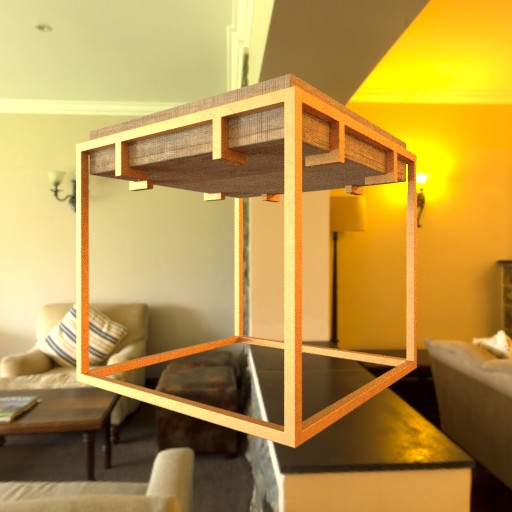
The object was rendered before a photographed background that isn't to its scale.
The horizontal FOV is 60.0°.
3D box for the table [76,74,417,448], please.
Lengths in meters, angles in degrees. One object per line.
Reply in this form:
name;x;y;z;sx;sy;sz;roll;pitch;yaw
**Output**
table;0.000;0.000;1.095;0.599;0.584;0.599;0;0;37
